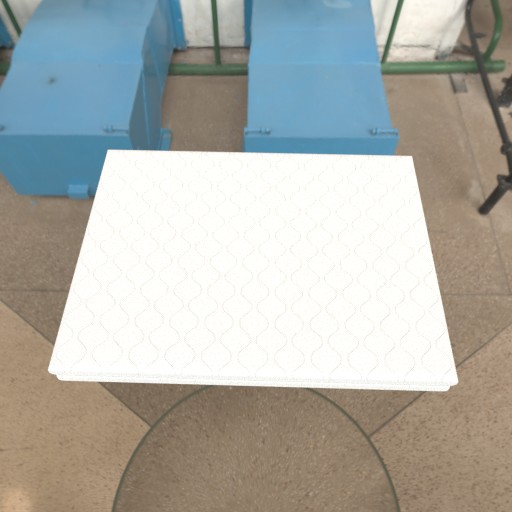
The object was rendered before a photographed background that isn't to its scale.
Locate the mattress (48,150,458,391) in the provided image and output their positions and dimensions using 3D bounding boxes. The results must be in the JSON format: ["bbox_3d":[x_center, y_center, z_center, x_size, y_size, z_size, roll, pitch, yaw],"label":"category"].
[{"bbox_3d":[0.000,0.000,2.468,1.900,0.200,1.400,1,59,1],"label":"mattress"}]
